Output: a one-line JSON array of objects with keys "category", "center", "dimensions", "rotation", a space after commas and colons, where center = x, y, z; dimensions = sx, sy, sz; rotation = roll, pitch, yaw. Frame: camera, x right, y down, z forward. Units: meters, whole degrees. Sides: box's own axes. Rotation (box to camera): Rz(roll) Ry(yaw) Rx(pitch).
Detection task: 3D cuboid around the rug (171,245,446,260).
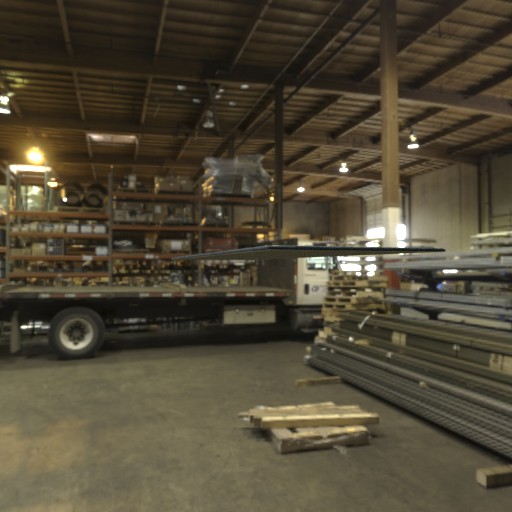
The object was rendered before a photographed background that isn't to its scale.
[{"category": "rug", "center": [0.000, 0.000, 2.558], "dimensions": [0.678, 0.014, 2.276], "rotation": [0, -1, -18]}]
